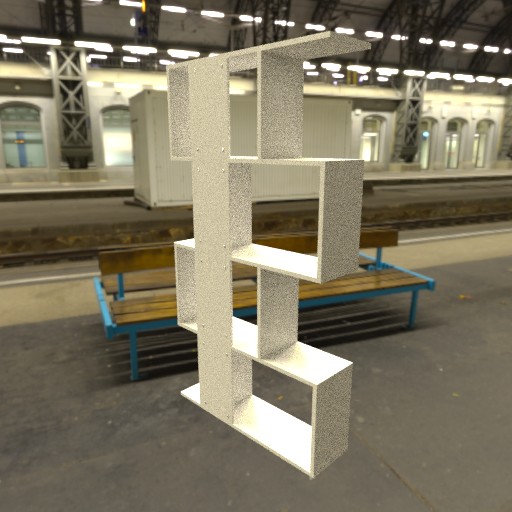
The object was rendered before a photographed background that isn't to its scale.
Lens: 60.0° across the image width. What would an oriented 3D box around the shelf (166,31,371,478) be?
[{"bbox_3d":[0.000,0.000,1.973,0.890,1.650,0.250,13,19,43],"label":"shelf"}]
